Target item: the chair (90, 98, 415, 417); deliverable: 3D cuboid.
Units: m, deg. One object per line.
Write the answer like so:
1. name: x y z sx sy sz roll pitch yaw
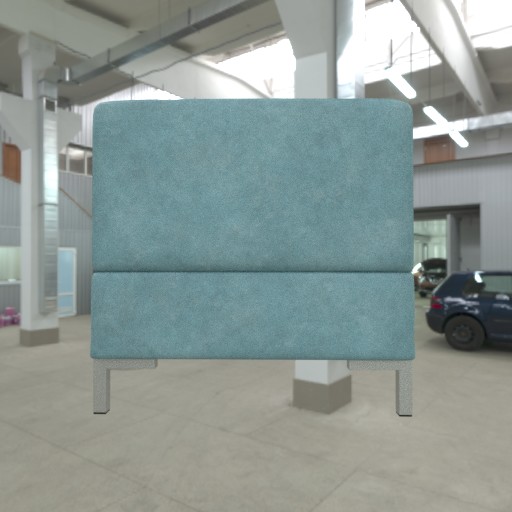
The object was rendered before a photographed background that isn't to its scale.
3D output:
1. chair: 0.000 0.000 1.233 0.691 0.660 0.684 0 -1 1
